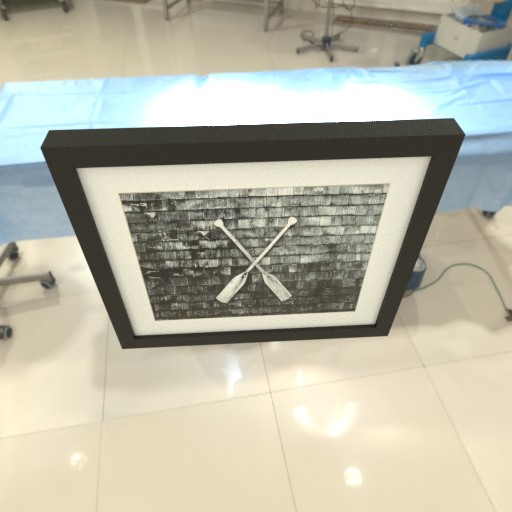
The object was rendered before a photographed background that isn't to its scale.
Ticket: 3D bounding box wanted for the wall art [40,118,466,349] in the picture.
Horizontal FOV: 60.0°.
[{"bbox_3d":[0.000,0.000,0.526,0.381,0.330,0.029,-2,46,-2],"label":"wall art"}]
